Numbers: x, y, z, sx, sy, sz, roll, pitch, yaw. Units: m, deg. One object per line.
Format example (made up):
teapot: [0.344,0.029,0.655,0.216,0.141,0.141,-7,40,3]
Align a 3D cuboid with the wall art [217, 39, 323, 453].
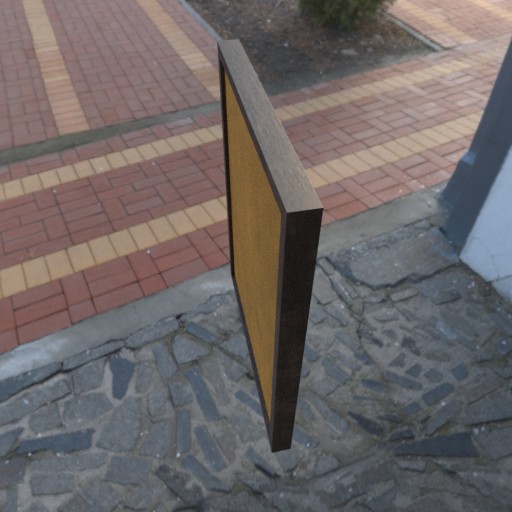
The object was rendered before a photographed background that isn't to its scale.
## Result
wall art: [0.000,0.000,0.557,0.027,0.406,0.329,-8,45,-8]
